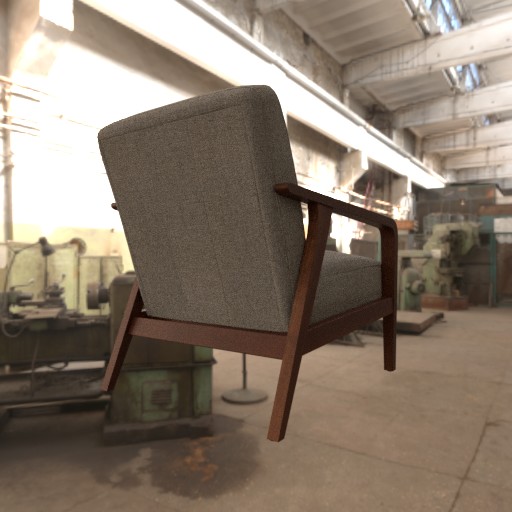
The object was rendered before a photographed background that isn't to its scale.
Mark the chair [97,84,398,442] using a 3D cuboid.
[{"bbox_3d":[0.000,0.000,1.493,0.704,0.847,0.858,0,0,36],"label":"chair"}]
